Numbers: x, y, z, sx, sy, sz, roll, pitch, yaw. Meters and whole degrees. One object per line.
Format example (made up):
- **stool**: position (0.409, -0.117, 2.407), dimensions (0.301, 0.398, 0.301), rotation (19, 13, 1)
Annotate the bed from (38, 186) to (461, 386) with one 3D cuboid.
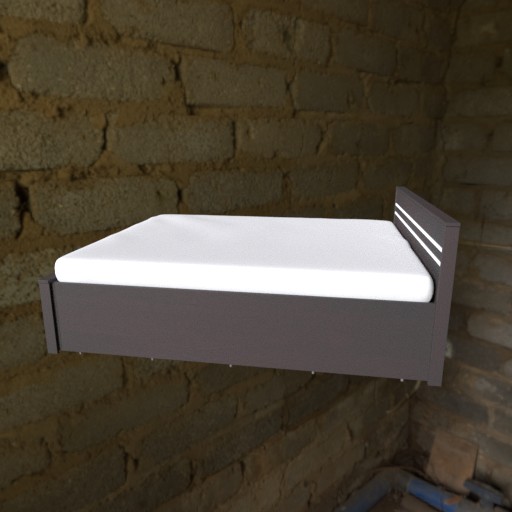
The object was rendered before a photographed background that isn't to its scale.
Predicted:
- **bed**: position (0.000, 0.000, 3.000), dimensions (2.103, 0.808, 1.634), rotation (2, 15, 9)
